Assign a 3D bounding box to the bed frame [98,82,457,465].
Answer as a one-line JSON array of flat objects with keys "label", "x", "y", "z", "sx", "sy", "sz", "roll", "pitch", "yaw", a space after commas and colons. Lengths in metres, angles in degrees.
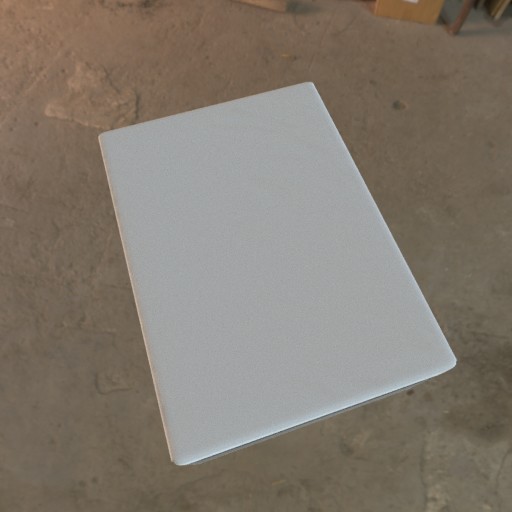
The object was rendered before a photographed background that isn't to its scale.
[{"label": "bed frame", "x": 0.000, "y": 0.000, "z": 2.586, "sx": 1.400, "sy": 0.561, "sz": 1.900, "roll": -17, "pitch": 66, "yaw": -8}]
